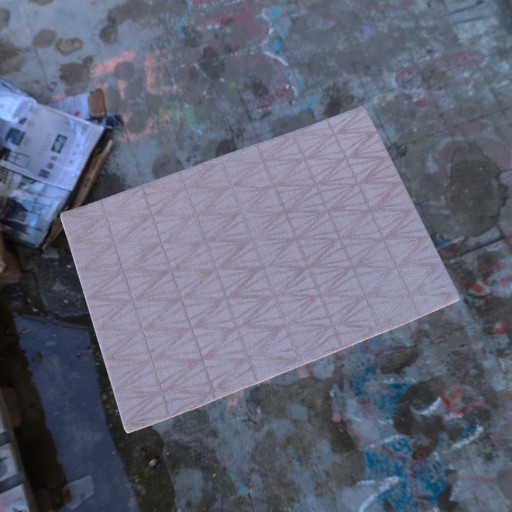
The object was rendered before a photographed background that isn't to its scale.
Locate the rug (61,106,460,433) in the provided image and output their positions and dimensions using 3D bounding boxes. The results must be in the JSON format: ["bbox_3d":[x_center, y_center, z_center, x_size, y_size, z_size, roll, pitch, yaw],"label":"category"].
[{"bbox_3d":[0.000,0.000,2.375,1.837,0.025,1.230,-21,78,-5],"label":"rug"}]
